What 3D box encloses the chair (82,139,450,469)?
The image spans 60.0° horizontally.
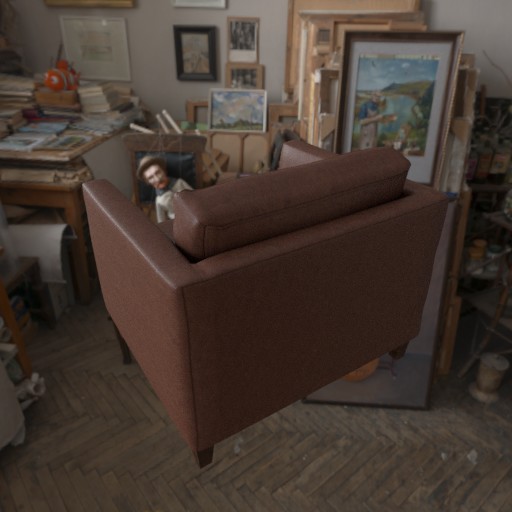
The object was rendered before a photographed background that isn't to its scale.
[{"bbox_3d":[0.000,0.000,1.819,1.107,0.917,0.959,-18,34,-28],"label":"chair"}]
